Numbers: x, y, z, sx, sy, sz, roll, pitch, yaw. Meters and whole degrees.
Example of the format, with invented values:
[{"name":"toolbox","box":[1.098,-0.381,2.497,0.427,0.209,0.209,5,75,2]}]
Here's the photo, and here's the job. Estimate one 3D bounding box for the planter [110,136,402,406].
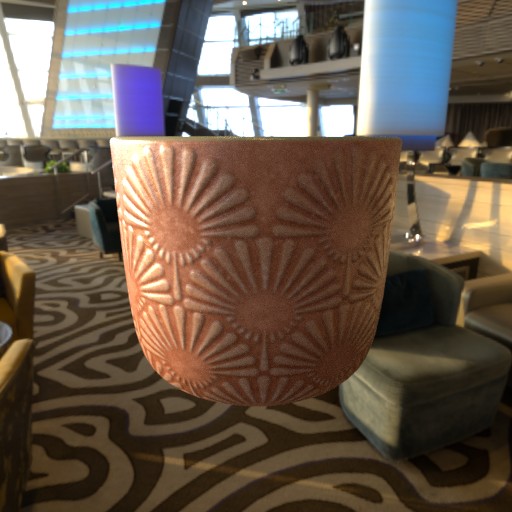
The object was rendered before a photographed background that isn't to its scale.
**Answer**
[{"name":"planter","box":[0.000,0.000,0.211,0.124,0.109,0.124,0,15,0]}]
